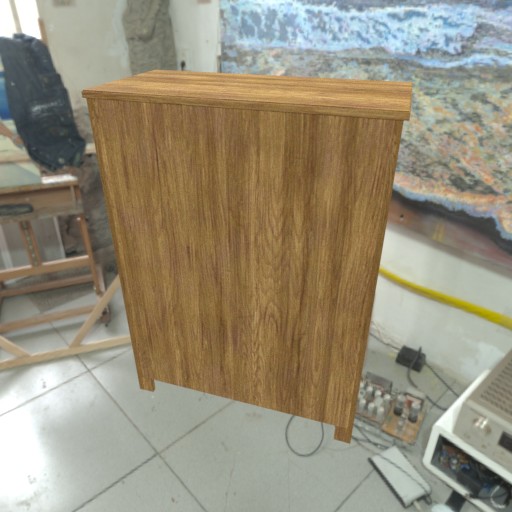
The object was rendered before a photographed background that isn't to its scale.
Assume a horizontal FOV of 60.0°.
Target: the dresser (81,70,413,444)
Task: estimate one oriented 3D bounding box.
[{"bbox_3d":[0.000,0.000,1.962,1.081,1.431,0.558,9,32,15],"label":"dresser"}]
